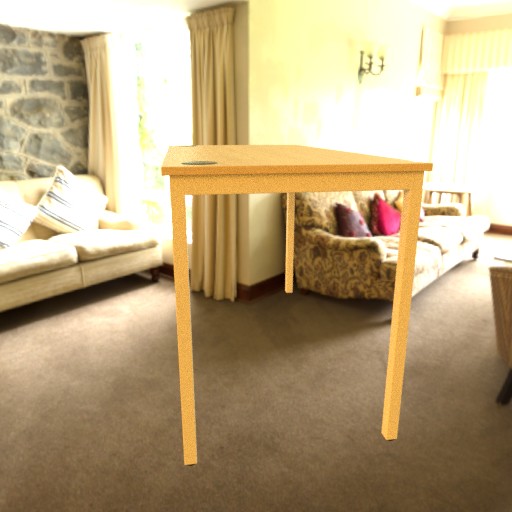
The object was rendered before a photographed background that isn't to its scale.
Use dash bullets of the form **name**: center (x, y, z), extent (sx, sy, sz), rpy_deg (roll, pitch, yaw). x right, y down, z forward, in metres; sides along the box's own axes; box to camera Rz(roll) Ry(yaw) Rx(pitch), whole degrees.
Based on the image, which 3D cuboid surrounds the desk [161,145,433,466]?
- **desk**: center (0.000, 0.000, 1.617), extent (0.600, 0.750, 1.200), rpy_deg (-3, 16, -10)
